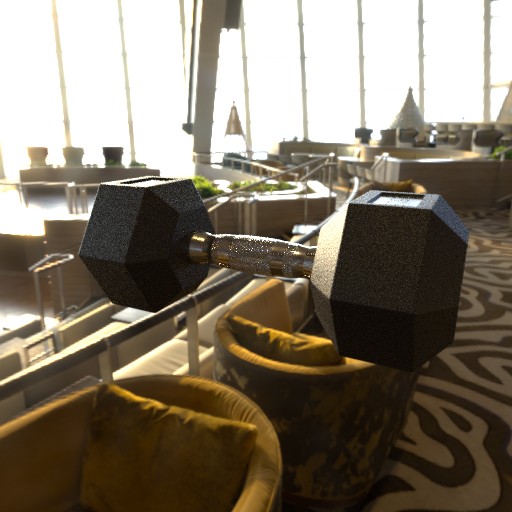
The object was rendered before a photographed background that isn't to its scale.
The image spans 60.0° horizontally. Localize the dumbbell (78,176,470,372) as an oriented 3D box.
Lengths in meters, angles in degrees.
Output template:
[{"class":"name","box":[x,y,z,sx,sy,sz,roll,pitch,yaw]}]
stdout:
[{"class":"dumbbell","box":[0.000,0.000,0.371,0.315,0.113,0.129,8,19,25]}]
